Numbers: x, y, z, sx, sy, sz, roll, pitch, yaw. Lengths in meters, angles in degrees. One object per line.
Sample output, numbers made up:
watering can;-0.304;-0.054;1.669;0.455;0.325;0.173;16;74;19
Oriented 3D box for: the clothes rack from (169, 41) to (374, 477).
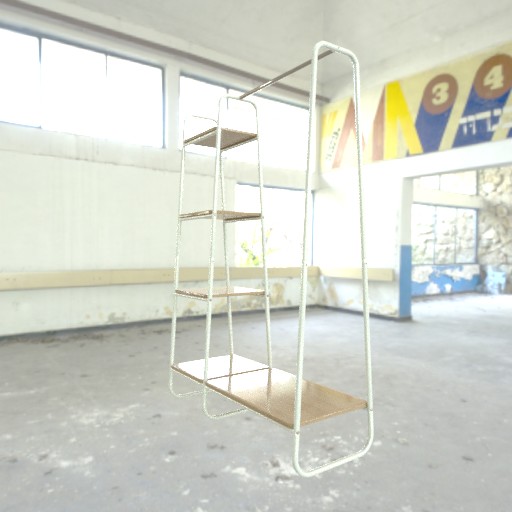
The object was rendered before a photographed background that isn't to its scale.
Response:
clothes rack;0.000;0.000;1.984;0.400;1.500;1.011;0;1;-35
